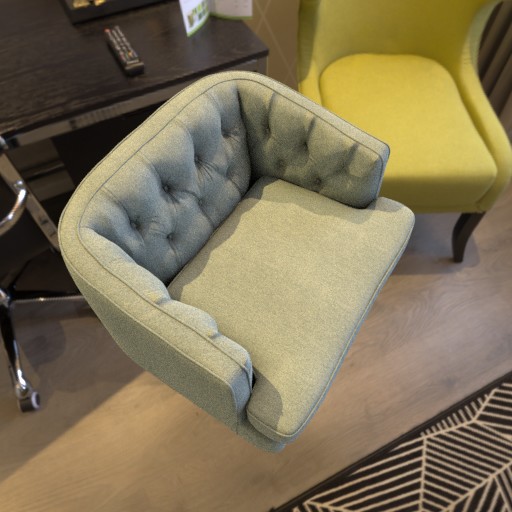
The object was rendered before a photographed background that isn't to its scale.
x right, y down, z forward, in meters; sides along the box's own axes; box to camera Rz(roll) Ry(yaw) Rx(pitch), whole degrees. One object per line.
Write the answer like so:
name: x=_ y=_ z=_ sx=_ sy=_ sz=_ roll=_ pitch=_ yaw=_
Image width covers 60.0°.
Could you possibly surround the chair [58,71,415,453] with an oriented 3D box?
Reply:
chair: x=0.000 y=0.000 z=1.704 sx=0.945 sy=0.852 sz=1.094 roll=28 pitch=61 yaw=17
